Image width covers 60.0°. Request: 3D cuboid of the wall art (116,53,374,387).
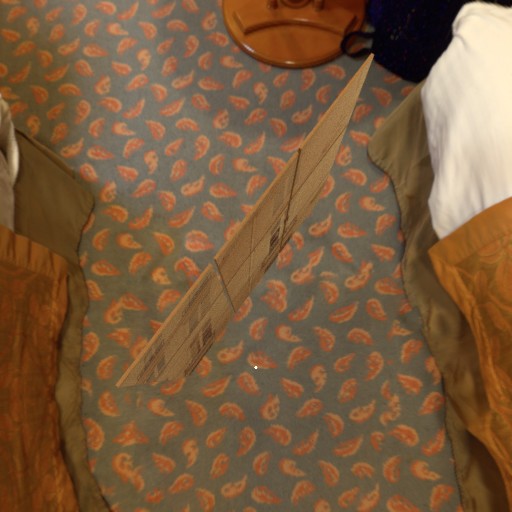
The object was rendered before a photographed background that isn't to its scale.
[{"bbox_3d":[0.000,0.000,2.302,0.023,1.522,1.526,35,78,8],"label":"wall art"}]
